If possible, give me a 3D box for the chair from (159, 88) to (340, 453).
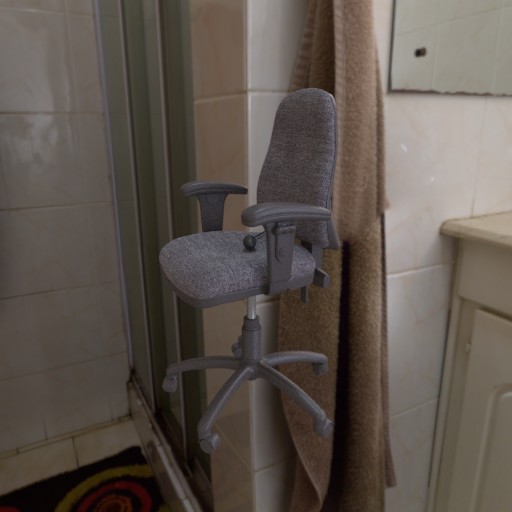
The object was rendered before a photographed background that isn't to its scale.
[{"bbox_3d":[0.000,0.000,1.270,0.530,0.910,0.550,-8,18,-25],"label":"chair"}]
